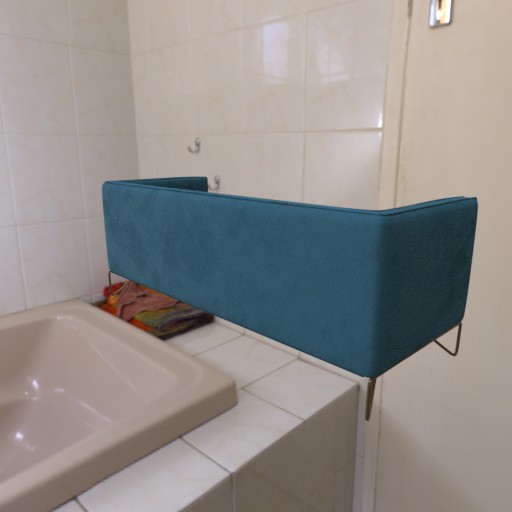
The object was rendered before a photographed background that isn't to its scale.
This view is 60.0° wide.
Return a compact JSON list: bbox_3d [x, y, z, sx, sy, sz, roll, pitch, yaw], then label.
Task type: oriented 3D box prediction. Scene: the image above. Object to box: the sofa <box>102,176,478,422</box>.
[{"bbox_3d":[0.000,0.000,2.544,0.867,0.789,2.087,-13,19,-43],"label":"sofa"}]
